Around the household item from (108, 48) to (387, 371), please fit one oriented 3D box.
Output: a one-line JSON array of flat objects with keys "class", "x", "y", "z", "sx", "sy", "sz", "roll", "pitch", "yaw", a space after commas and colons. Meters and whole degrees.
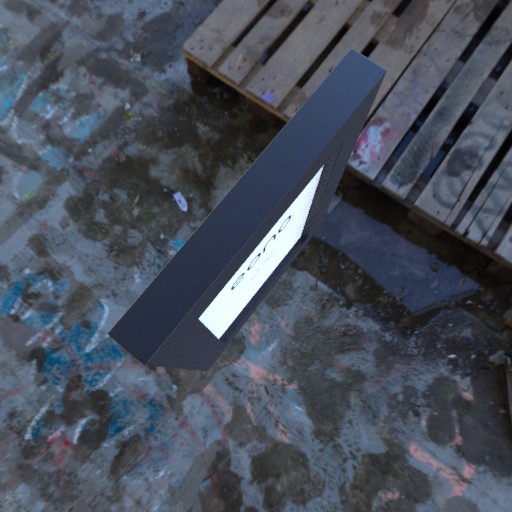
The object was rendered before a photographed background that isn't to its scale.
[{"class": "household item", "x": 0.000, "y": 0.000, "z": 0.235, "sx": 0.022, "sy": 0.178, "sz": 0.133, "roll": 37, "pitch": 78, "yaw": 9}]
